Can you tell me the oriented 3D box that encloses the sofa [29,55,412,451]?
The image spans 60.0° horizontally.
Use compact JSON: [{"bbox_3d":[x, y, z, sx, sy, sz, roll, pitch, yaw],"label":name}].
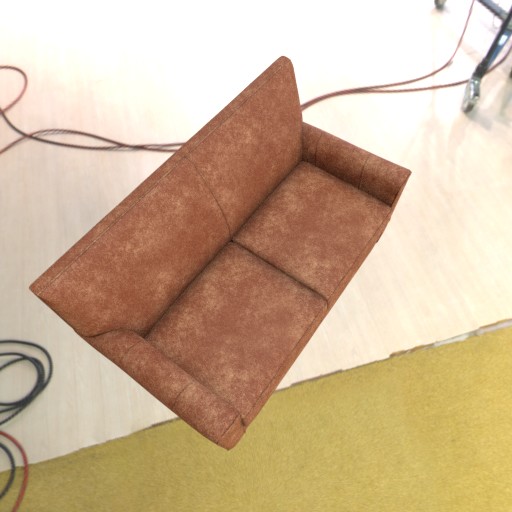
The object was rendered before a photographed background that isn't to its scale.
[{"bbox_3d":[0.000,0.000,2.001,0.787,0.871,1.473,32,65,17],"label":"sofa"}]
